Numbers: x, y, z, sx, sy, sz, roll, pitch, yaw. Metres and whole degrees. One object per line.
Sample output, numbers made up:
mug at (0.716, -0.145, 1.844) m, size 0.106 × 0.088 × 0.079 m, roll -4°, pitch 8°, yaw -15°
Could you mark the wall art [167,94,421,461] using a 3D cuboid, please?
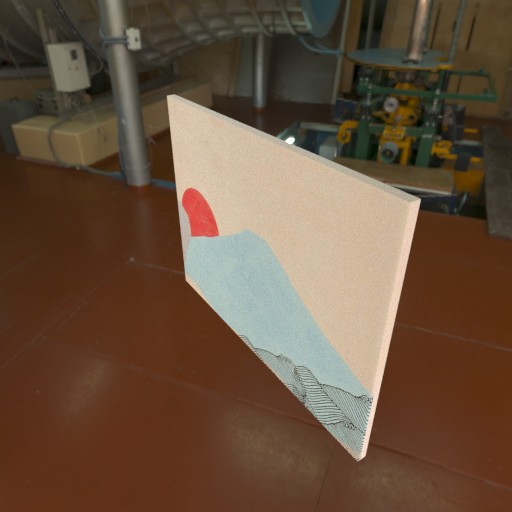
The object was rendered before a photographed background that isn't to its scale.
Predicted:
wall art at (0.000, 0.000, 1.615) m, size 0.042 × 0.912 × 1.219 m, roll -20°, pitch 37°, yaw -28°
